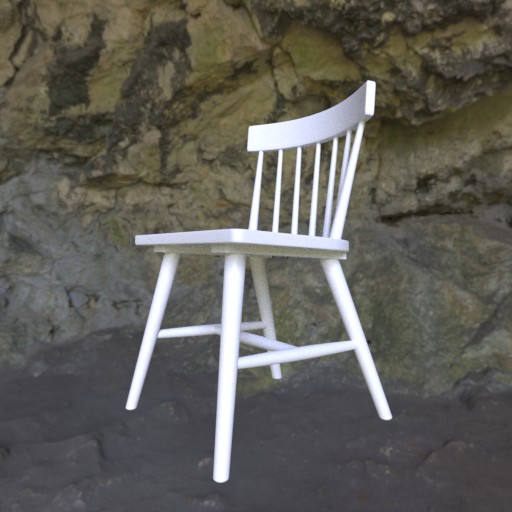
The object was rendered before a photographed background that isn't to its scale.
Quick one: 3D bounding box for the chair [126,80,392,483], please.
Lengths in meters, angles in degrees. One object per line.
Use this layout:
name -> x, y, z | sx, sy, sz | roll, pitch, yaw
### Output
chair -> 0.000, 0.000, 1.094 | 0.500, 0.787, 0.483 | -1, 1, -36
